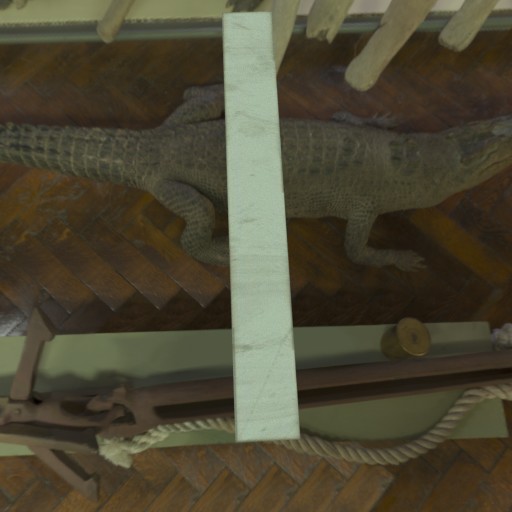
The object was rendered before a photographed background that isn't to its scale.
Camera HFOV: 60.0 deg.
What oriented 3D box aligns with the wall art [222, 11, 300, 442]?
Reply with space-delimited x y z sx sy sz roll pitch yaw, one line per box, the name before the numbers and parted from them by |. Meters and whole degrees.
wall art | 0.000 0.000 0.445 0.038 0.303 0.305 -3 75 -1
